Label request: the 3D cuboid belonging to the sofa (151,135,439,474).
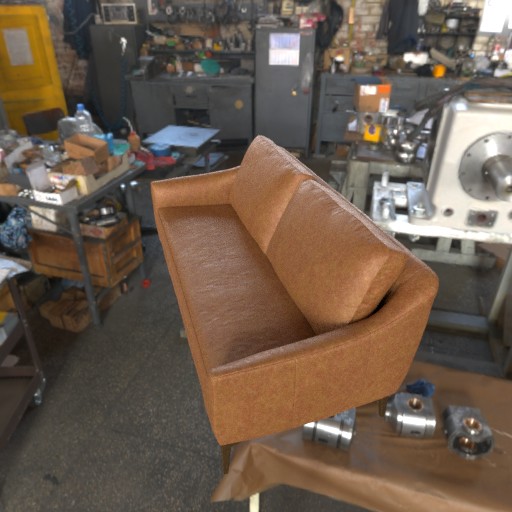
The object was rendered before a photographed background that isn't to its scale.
[{"bbox_3d":[0.000,0.000,2.590,0.981,0.945,2.036,-9,32,-15],"label":"sofa"}]
